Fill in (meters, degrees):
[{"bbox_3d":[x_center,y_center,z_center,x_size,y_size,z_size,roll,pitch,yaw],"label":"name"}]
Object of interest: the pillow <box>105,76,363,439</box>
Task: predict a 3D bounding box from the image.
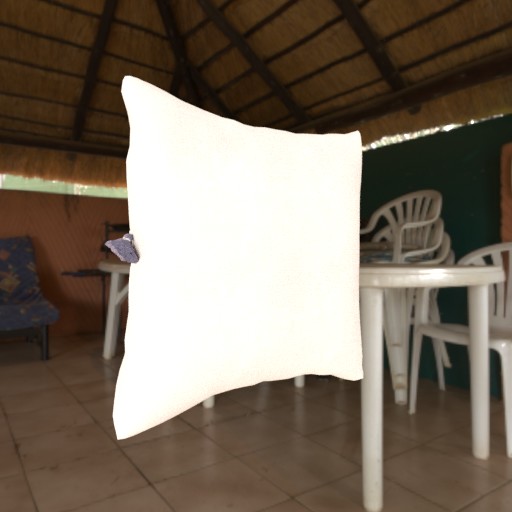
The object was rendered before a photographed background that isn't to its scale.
[{"bbox_3d":[0.000,0.000,0.732,0.489,0.481,0.165,0,0,-36],"label":"pillow"}]
